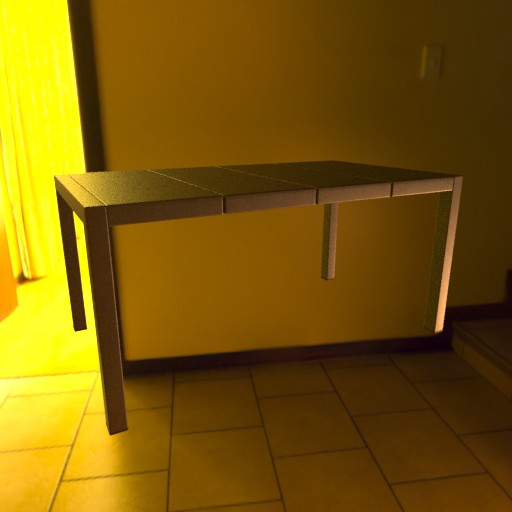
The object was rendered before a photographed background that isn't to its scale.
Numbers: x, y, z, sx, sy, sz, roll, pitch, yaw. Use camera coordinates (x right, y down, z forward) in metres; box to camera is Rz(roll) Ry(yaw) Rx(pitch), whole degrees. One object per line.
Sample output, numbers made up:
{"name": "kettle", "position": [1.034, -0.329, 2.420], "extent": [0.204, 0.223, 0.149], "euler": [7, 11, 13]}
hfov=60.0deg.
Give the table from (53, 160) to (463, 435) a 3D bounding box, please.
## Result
{"name": "table", "position": [0.000, 0.000, 1.269], "extent": [0.965, 0.460, 0.559], "euler": [-9, 19, -27]}
